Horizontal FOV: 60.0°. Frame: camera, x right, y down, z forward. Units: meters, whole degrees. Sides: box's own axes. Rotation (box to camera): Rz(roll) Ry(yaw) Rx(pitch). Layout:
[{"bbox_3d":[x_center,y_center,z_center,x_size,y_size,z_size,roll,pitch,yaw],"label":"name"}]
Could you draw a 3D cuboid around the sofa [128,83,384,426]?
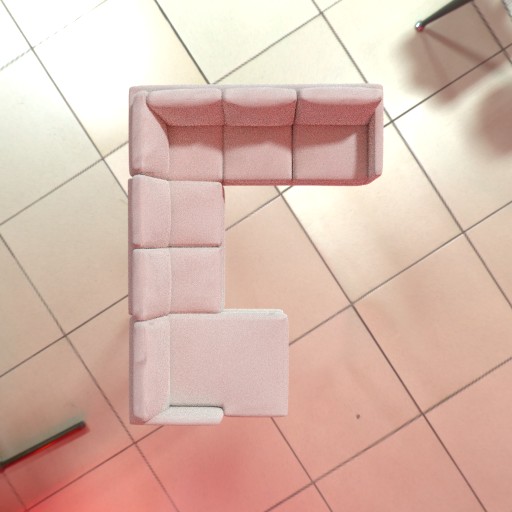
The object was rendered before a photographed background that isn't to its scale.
[{"bbox_3d":[0.000,0.000,4.691,2.593,0.956,3.459,0,91,1],"label":"sofa"}]
